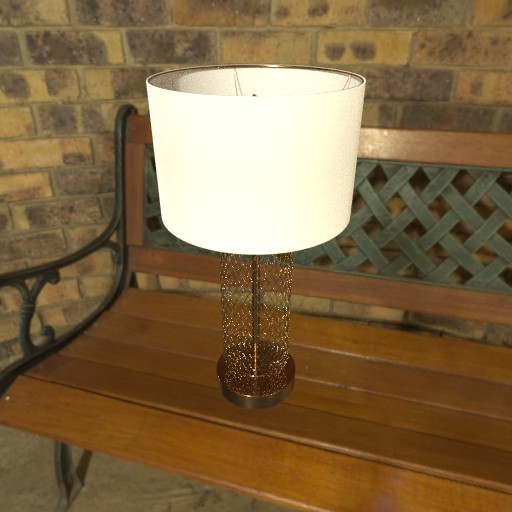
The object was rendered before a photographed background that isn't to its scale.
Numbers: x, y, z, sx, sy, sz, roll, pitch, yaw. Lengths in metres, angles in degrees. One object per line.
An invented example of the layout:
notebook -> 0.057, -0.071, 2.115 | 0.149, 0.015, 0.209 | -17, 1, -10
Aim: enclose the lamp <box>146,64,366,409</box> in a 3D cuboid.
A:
lamp -> 0.000, 0.000, 0.639 | 0.252, 0.483, 0.252 | -8, 31, -13
